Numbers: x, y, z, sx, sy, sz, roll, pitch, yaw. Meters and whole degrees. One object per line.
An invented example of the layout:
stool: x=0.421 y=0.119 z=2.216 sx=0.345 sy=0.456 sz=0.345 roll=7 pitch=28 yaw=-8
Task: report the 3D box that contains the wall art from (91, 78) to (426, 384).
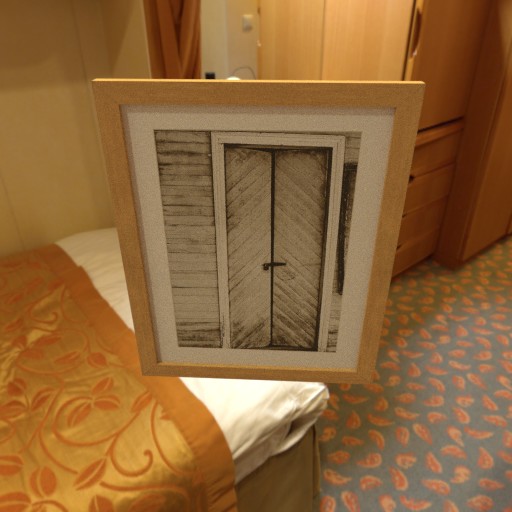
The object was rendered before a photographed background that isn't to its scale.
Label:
wall art: x=0.000 y=0.000 z=0.756 sx=0.460 sy=0.561 sz=0.020 roll=1 pitch=30 yaw=3
